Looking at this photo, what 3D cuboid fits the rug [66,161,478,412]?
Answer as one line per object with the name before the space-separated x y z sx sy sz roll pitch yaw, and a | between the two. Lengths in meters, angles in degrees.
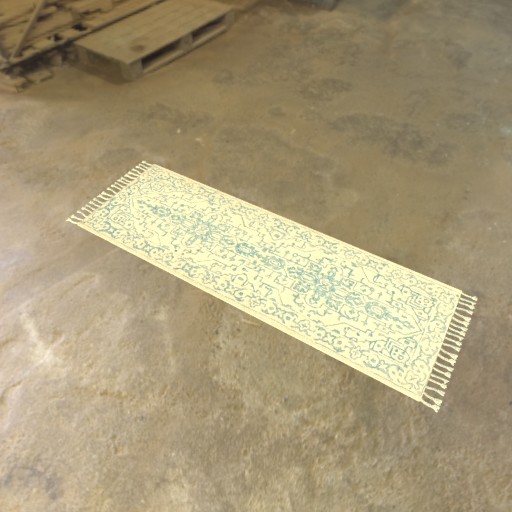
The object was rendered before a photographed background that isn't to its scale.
rug | 0.000 0.000 2.685 2.449 0.011 0.774 25 53 20
